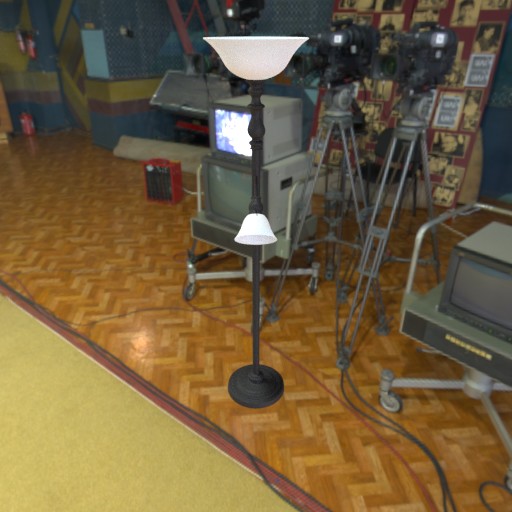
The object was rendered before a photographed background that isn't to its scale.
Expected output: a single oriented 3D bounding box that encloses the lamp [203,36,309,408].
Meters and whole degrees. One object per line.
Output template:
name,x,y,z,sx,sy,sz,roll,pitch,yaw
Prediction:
lamp,0.000,0.000,2.033,0.405,1.793,0.588,0,27,0
